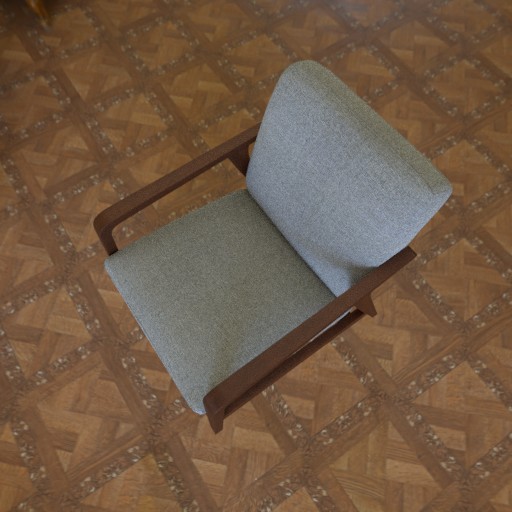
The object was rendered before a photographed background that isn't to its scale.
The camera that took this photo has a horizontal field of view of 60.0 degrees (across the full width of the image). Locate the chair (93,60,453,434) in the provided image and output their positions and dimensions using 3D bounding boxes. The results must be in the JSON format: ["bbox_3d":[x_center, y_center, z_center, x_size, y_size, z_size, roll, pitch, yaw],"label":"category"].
[{"bbox_3d":[0.000,0.000,1.456,0.858,0.847,0.704,-32,68,-15],"label":"chair"}]
